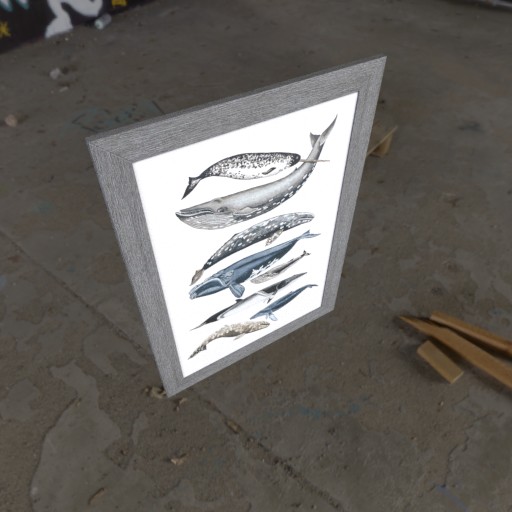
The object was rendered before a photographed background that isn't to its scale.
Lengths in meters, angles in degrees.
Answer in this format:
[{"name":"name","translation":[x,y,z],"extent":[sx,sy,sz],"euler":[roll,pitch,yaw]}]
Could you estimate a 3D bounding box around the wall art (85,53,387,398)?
[{"name":"wall art","translation":[0.000,0.000,1.381],"extent":[0.768,1.070,0.020],"euler":[-24,51,-21]}]
